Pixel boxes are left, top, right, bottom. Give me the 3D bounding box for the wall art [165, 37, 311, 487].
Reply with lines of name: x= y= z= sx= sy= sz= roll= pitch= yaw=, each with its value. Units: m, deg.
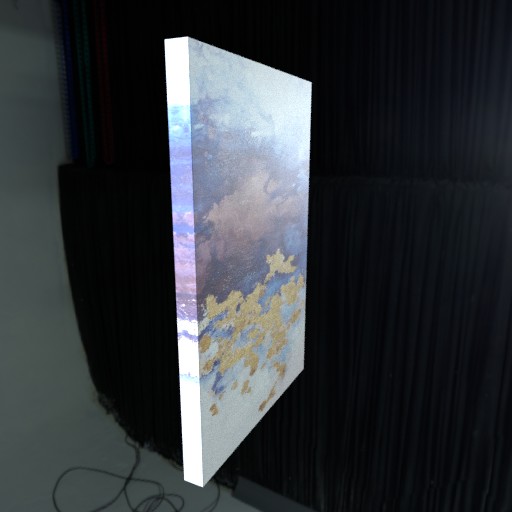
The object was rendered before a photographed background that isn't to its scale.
wall art: x=0.000 y=0.000 z=1.094 sx=0.048 sy=0.874 sz=0.583 roll=7 pitch=15 yaw=26
